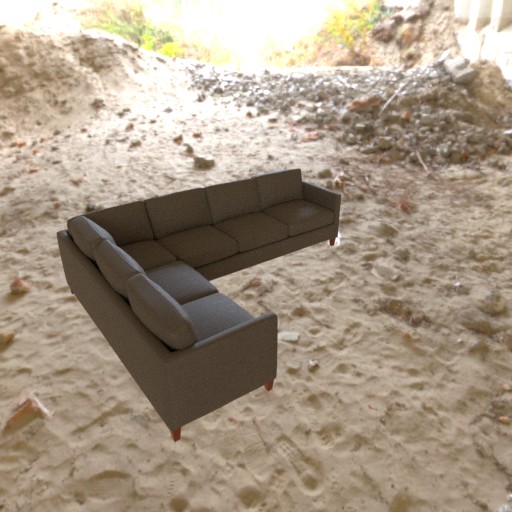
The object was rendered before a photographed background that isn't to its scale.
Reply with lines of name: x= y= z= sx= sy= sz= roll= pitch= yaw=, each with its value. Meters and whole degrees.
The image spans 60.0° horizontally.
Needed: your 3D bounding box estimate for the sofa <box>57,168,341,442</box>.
sofa: x=0.000 y=0.000 z=4.630 sx=3.302 sy=0.947 sz=2.593 roll=-18 pitch=32 yaw=-32
